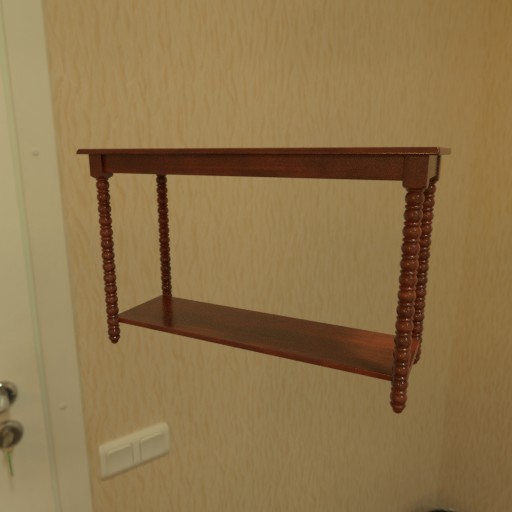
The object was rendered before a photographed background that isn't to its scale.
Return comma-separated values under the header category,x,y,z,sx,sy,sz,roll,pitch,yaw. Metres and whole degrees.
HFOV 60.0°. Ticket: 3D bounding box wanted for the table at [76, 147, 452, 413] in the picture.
category,x,y,z,sx,sy,sz,roll,pitch,yaw
table,0.000,0.000,1.570,1.184,0.740,0.459,6,15,26
